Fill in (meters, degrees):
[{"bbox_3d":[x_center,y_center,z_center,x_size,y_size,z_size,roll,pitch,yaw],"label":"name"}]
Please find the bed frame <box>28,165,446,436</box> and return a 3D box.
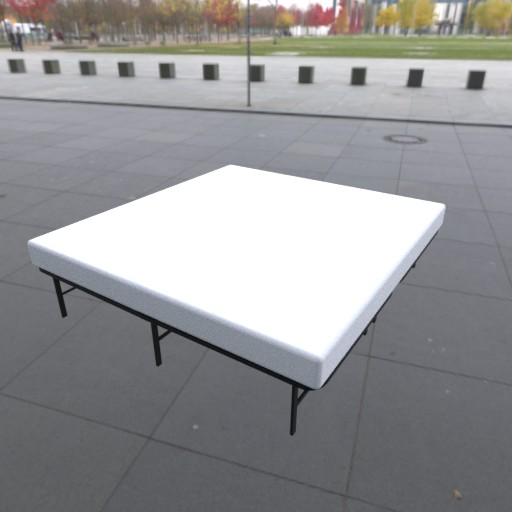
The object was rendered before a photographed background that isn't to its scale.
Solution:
[{"bbox_3d":[0.000,0.000,3.014,1.935,0.525,2.033,17,31,30],"label":"bed frame"}]
